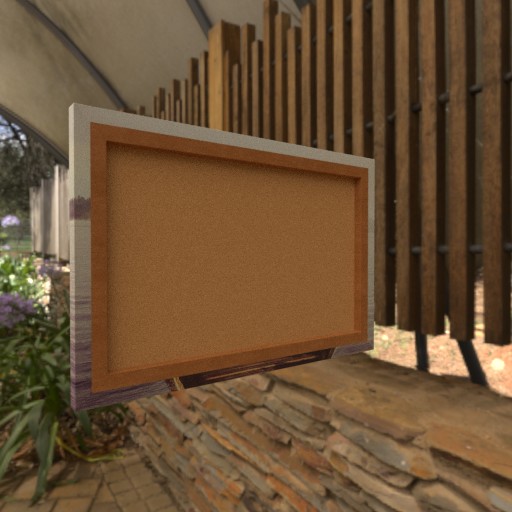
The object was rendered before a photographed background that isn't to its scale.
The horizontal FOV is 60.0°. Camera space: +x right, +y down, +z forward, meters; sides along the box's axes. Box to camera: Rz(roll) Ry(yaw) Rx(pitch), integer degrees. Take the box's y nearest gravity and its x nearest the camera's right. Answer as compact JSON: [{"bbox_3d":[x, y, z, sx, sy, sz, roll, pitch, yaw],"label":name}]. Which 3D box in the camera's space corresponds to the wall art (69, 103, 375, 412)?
[{"bbox_3d":[0.000,0.000,1.158,0.916,0.609,0.037,-1,1,-37],"label":"wall art"}]
